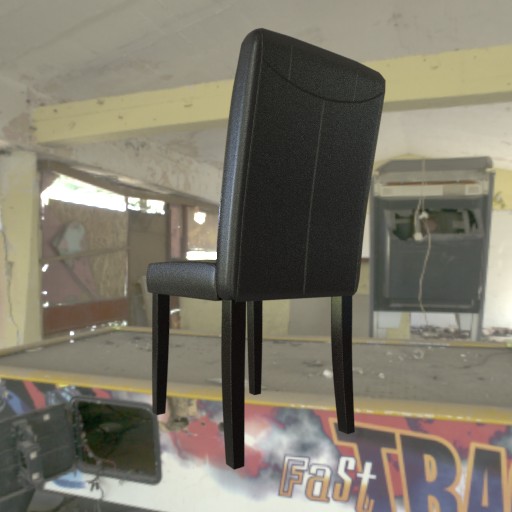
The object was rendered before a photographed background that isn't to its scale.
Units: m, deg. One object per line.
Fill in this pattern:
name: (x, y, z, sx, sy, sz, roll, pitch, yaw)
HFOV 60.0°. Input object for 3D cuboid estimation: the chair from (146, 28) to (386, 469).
chair: (0.000, 0.000, 1.177, 0.399, 0.897, 0.556, 1, -2, -35)
